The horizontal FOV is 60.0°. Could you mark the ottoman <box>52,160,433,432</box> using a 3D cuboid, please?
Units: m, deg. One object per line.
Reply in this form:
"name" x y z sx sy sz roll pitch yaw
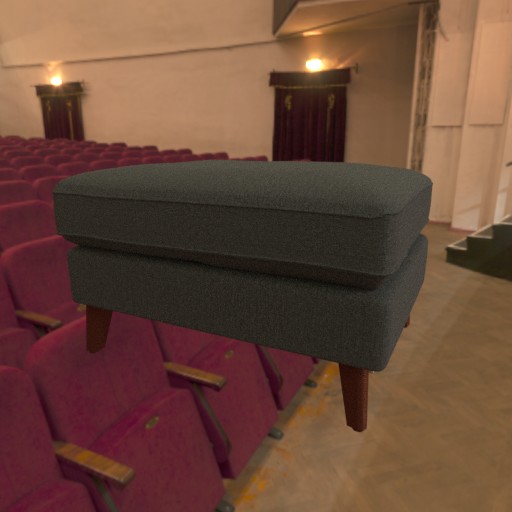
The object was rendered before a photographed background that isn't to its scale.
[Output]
"ottoman" 0.000 0.000 1.220 0.835 0.503 0.629 8 17 26
